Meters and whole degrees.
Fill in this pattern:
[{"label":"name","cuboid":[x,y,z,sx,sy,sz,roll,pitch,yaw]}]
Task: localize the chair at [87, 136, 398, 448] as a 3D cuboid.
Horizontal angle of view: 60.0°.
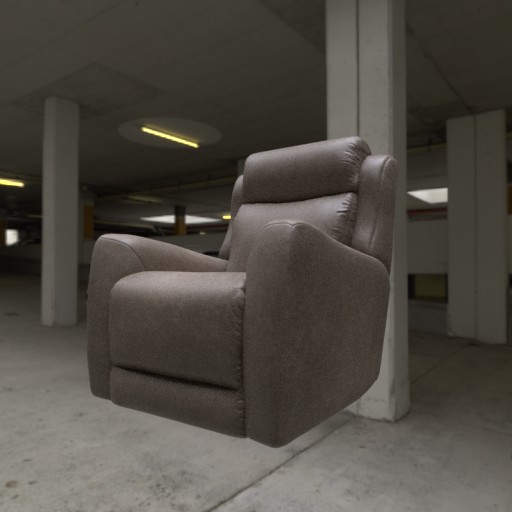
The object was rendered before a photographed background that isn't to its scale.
[{"label":"chair","cuboid":[0.000,0.000,1.883,0.967,1.116,1.068,-1,-2,36]}]
